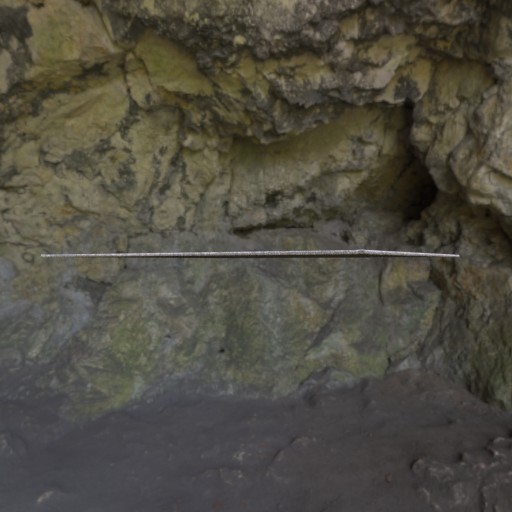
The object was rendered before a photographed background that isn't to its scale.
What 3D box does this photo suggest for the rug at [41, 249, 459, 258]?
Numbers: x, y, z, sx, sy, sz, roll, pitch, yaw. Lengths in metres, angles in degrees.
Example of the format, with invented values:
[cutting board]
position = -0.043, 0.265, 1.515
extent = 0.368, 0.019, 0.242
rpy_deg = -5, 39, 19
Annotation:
[rug]
position = 0.000, 0.000, 4.106
extent = 3.049, 0.025, 2.449
rpy_deg = 0, -1, 35
